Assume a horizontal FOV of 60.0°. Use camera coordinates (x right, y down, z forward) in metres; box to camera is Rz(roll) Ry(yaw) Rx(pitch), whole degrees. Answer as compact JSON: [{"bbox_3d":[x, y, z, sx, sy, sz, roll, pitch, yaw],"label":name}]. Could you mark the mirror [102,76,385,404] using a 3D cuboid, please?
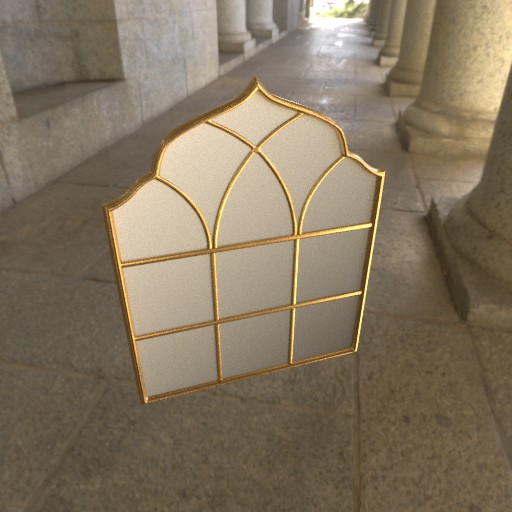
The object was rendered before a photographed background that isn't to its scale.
[{"bbox_3d":[0.000,0.000,0.838,0.513,0.635,0.018,-10,33,-15],"label":"mirror"}]
